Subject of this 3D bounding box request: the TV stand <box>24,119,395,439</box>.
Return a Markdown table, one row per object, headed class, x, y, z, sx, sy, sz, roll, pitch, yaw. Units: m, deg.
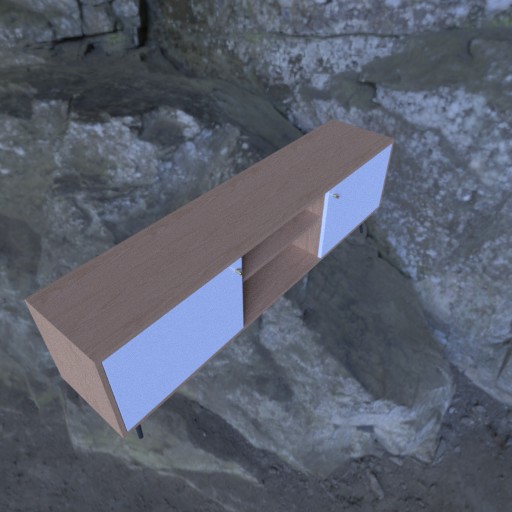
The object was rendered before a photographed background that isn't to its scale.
| class | x | y | z | sx | sy | sz | roll | pitch | yaw |
| --- | --- | --- | --- | --- | --- | --- | --- | --- | --- |
| TV stand | 0.000 | 0.000 | 1.976 | 0.400 | 0.580 | 1.760 | 28 | 48 | 29 |
